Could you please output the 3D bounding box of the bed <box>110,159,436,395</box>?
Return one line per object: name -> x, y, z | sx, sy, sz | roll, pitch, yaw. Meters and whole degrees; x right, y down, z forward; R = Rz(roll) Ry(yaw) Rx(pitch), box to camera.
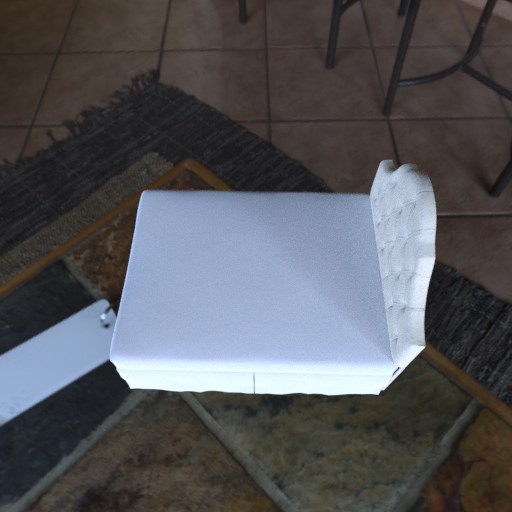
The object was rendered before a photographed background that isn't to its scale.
bed -> 0.000, 0.000, 3.288 | 2.092, 1.575, 1.627 | 1, 59, 1
